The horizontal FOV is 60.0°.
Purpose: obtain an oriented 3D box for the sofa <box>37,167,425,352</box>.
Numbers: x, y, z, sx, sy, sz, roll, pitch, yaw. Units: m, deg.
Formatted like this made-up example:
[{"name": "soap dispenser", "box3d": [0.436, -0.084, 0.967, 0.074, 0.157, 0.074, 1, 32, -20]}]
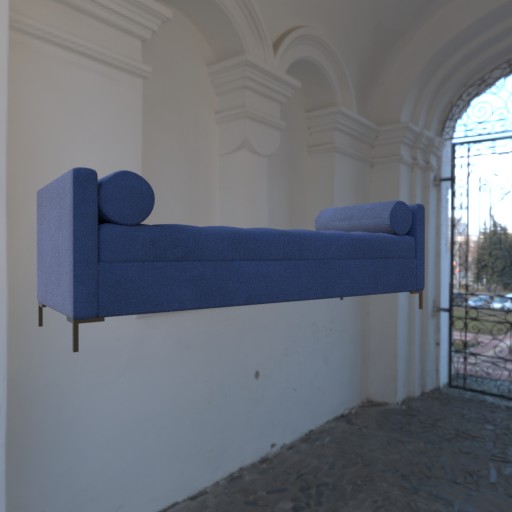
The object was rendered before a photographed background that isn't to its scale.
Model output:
[{"name": "sofa", "box3d": [0.000, 0.000, 2.320, 1.981, 0.635, 0.686, 0, 1, -36]}]
